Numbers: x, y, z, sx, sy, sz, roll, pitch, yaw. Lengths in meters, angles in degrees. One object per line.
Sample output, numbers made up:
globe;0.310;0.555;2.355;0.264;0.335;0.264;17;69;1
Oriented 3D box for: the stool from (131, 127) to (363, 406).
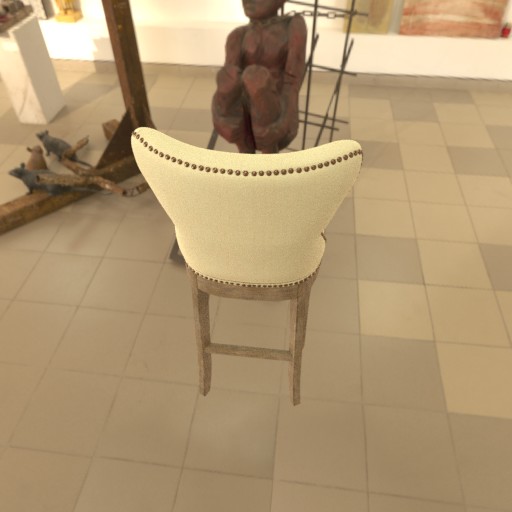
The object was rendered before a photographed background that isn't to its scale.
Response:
stool;0.000;0.000;1.448;0.494;1.123;0.606;5;46;5
